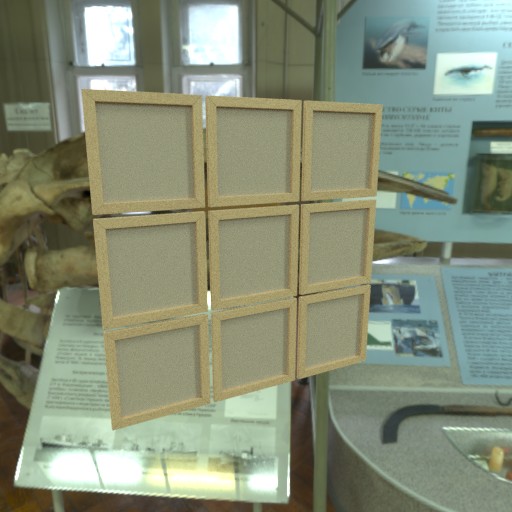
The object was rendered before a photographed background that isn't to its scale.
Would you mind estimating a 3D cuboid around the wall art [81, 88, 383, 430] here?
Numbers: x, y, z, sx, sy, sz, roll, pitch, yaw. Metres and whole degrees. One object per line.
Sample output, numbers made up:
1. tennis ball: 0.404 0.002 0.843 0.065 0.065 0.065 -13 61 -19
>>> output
1. wall art: 0.000 0.000 1.791 1.217 1.207 0.016 -7 16 -26
